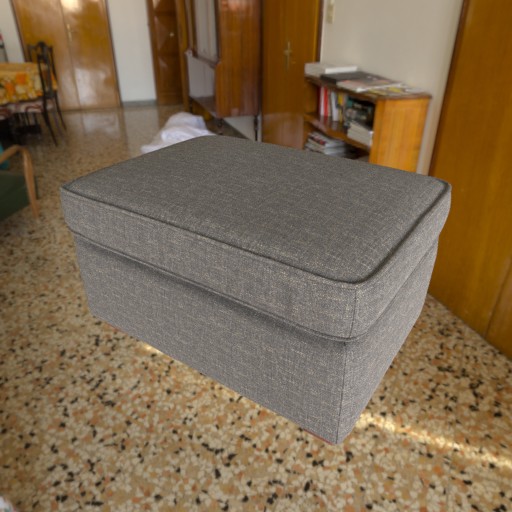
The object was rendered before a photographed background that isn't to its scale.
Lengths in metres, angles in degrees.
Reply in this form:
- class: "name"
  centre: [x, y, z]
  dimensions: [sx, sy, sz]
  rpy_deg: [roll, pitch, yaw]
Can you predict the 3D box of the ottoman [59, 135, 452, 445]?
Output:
- class: "ottoman"
  centre: [0.000, 0.000, 1.077]
  dimensions: [0.749, 0.450, 0.549]
  rpy_deg: [19, 35, 29]
